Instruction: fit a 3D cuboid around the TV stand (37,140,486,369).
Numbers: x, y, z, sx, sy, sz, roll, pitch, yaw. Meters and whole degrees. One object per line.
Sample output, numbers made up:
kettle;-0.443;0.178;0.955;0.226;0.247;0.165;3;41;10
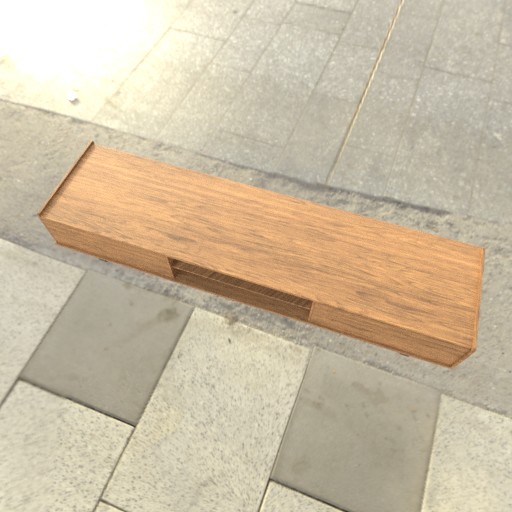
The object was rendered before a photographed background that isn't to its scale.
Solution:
TV stand;0.000;0.000;1.997;1.796;0.415;0.467;16;61;10
